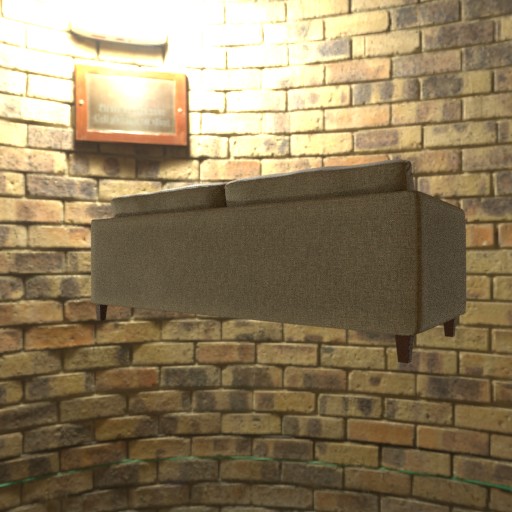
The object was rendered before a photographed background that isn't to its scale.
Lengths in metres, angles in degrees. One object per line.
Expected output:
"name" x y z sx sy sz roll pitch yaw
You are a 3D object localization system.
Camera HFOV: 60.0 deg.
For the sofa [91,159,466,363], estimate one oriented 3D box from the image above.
"sofa" 0.000 0.000 2.961 2.434 0.951 0.948 0 0 37
